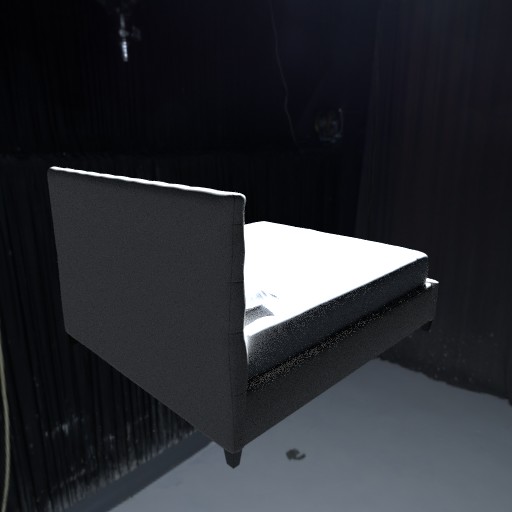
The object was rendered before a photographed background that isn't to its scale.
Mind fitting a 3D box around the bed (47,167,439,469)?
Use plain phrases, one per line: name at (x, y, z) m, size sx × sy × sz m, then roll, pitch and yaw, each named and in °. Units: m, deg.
bed at (0.000, 0.000, 3.576) m, size 2.078 × 1.427 × 2.387 m, roll 15°, pitch 22°, yaw 43°
